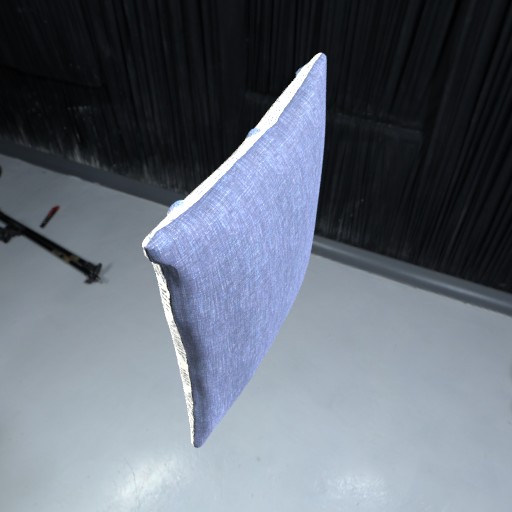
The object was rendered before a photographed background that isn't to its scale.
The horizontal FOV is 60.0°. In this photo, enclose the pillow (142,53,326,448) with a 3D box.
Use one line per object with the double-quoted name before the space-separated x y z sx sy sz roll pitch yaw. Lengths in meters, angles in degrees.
"pillow" 0.000 0.000 0.764 0.145 0.510 0.510 19 49 17
